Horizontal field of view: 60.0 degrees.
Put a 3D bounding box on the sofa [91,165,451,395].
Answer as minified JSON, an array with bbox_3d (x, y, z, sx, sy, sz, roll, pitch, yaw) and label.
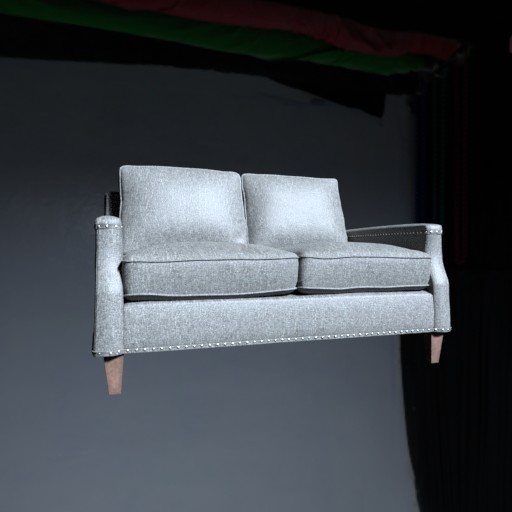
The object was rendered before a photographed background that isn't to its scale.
[{"bbox_3d":[0.000,0.000,2.316,1.597,1.003,1.084,0,1,-19],"label":"sofa"}]
